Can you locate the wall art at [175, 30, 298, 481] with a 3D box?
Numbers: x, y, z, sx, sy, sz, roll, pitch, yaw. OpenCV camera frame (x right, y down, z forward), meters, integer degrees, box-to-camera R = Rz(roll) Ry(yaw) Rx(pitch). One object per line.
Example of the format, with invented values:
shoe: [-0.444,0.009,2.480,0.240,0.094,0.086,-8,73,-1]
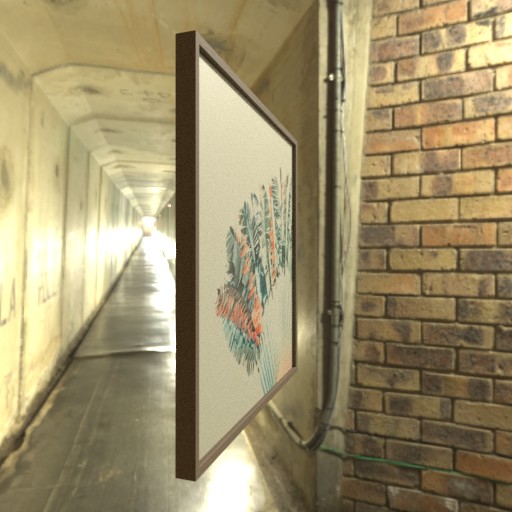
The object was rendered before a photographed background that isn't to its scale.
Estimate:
wall art: [0.000,0.000,1.112,0.038,0.758,0.761,0,0,18]
